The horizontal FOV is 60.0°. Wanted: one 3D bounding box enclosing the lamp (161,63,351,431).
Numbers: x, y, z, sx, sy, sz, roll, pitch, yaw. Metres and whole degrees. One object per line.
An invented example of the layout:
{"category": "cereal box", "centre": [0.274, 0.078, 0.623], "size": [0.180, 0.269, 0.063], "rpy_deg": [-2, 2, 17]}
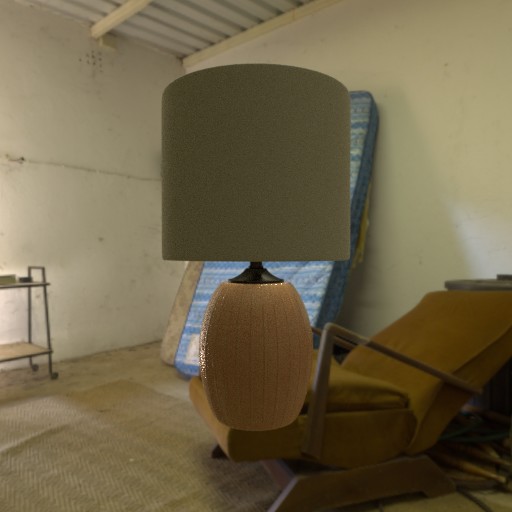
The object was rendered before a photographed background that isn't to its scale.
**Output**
{"category": "lamp", "centre": [0.000, 0.000, 0.791], "size": [0.329, 0.570, 0.329], "rpy_deg": [0, 1, 0]}
